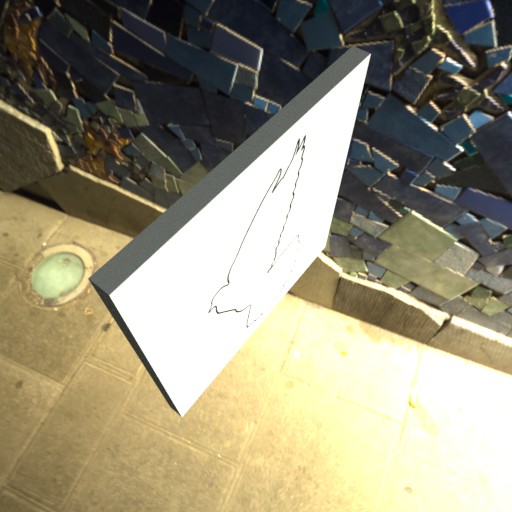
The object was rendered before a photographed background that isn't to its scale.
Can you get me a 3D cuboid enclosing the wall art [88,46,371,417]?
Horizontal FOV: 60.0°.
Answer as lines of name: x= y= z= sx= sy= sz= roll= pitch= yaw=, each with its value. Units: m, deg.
wall art: x=0.000 y=0.000 z=0.915 sx=0.038 sy=0.610 sz=0.610 roll=33 pitch=63 yaw=19
